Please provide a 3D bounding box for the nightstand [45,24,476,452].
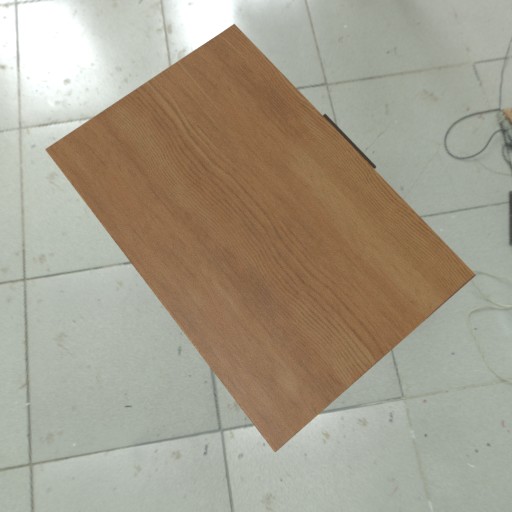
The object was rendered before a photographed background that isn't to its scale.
[{"bbox_3d":[0.000,0.000,1.021,0.427,0.615,0.613,-38,78,-9],"label":"nightstand"}]
